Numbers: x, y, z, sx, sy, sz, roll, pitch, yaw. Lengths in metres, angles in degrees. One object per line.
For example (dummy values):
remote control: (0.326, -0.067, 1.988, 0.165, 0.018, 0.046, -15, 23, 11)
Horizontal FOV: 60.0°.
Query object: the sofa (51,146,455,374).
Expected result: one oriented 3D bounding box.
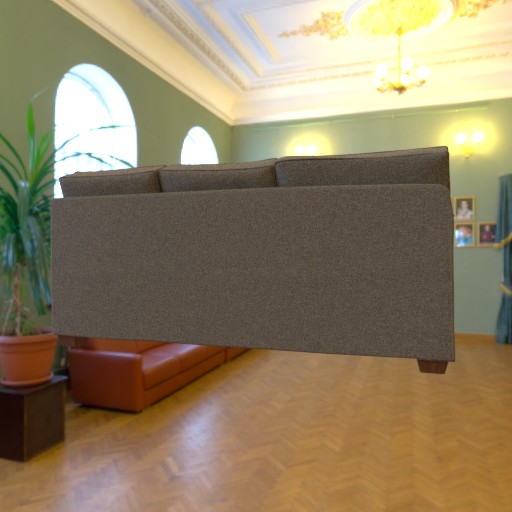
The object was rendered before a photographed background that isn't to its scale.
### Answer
sofa: (0.000, 0.000, 2.496, 1.963, 0.946, 1.034, 0, 0, 18)
